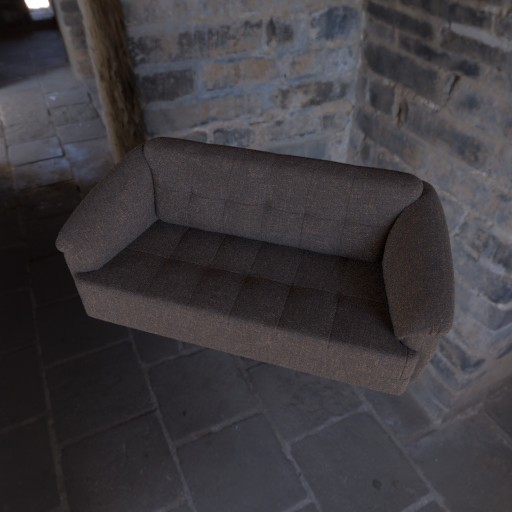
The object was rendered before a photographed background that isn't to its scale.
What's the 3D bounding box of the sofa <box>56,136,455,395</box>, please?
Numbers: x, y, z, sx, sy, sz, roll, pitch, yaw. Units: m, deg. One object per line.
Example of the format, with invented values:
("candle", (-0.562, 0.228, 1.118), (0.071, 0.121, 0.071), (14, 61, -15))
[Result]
("sofa", (0.000, 0.000, 2.302), (1.849, 0.790, 0.887), (12, 43, 13))
